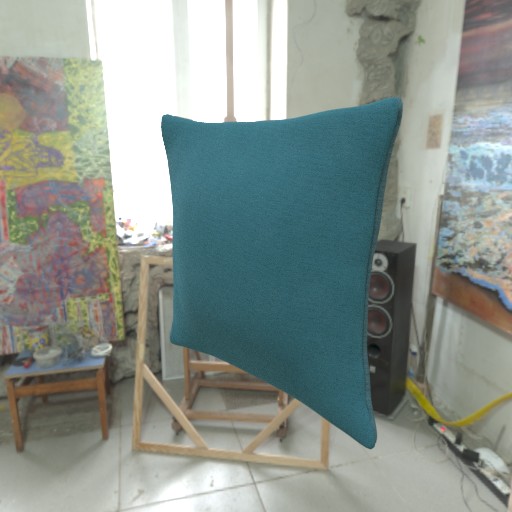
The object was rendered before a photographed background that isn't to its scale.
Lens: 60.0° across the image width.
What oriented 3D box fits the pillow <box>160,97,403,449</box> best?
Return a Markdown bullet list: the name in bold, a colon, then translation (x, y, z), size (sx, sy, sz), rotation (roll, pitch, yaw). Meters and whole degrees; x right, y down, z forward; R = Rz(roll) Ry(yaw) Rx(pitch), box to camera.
- **pillow**: translation (0.000, 0.000, 0.650), size (0.433, 0.415, 0.151), rotation (14, 20, 43)
